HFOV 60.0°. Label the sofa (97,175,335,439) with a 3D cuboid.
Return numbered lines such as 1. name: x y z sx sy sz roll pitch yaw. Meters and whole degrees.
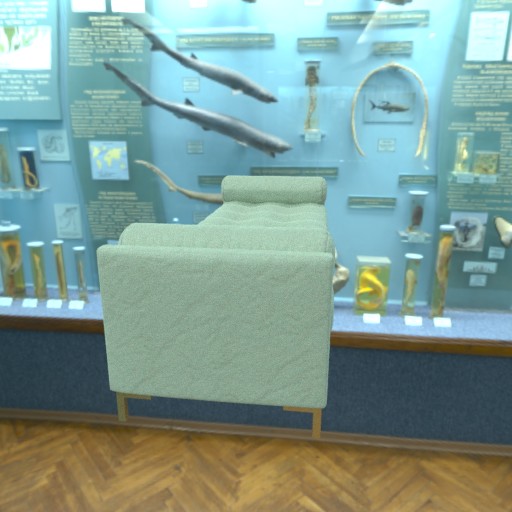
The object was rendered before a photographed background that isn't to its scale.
1. sofa: 0.000 0.000 2.458 0.796 0.705 2.102 2 16 8
